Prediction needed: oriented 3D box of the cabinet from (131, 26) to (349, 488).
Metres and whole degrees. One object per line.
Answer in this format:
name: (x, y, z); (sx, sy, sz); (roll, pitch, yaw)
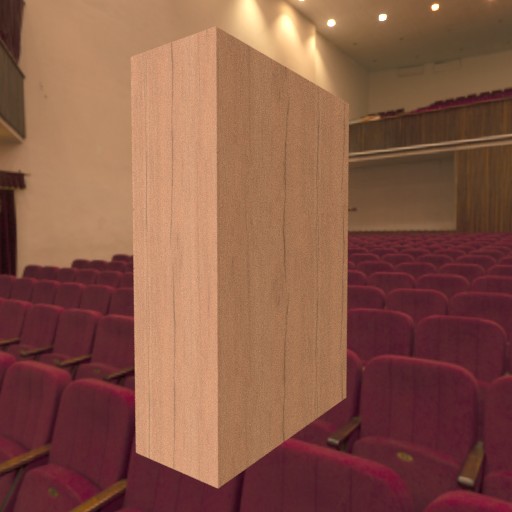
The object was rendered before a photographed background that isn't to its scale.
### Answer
cabinet: (0.000, 0.000, 2.712); (0.580, 2.070, 1.400); (2, 3, 36)
